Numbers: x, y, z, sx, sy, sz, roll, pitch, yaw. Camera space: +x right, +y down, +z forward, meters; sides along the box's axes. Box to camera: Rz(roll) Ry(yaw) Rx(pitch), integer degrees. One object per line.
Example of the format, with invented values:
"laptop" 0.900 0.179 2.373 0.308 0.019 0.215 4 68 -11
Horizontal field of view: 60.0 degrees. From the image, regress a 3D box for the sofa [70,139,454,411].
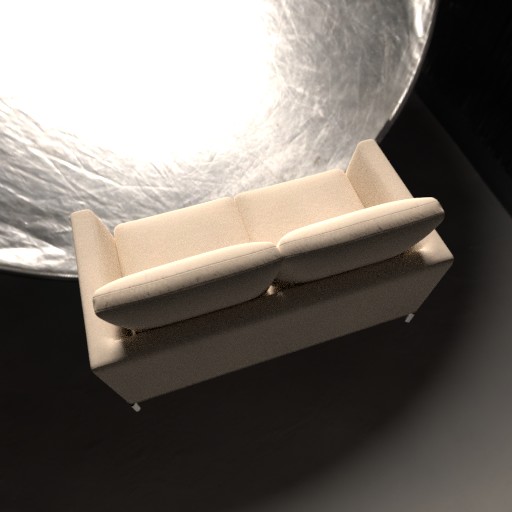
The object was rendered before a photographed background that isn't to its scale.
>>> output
"sofa" 0.000 0.000 2.374 1.739 0.995 0.906 -16 59 -10
